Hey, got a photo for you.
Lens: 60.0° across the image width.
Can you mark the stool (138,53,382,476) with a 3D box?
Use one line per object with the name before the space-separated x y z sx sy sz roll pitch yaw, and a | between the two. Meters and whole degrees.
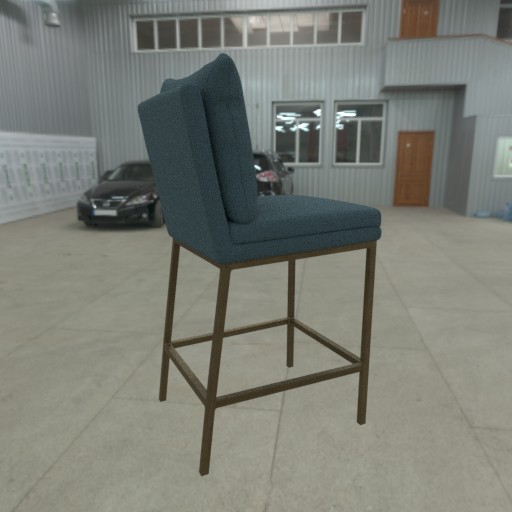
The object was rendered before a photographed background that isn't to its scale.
stool | 0.000 0.000 1.333 0.568 1.032 0.463 -7 14 -26
